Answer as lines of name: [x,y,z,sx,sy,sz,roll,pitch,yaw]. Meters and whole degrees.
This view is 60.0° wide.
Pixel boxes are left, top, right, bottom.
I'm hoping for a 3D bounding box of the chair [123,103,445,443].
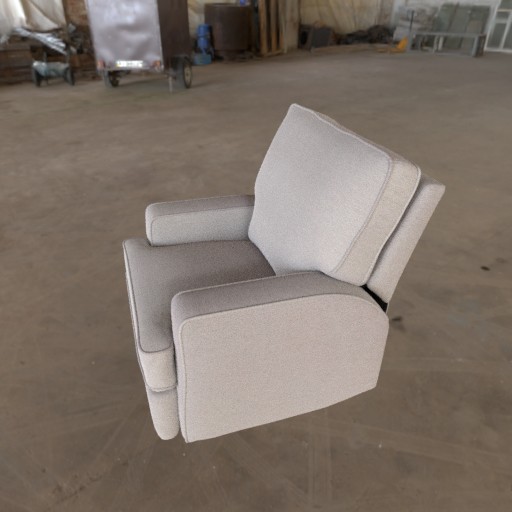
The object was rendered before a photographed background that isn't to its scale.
chair: [0.000,0.000,1.683,0.969,0.964,0.861,-9,32,-16]
